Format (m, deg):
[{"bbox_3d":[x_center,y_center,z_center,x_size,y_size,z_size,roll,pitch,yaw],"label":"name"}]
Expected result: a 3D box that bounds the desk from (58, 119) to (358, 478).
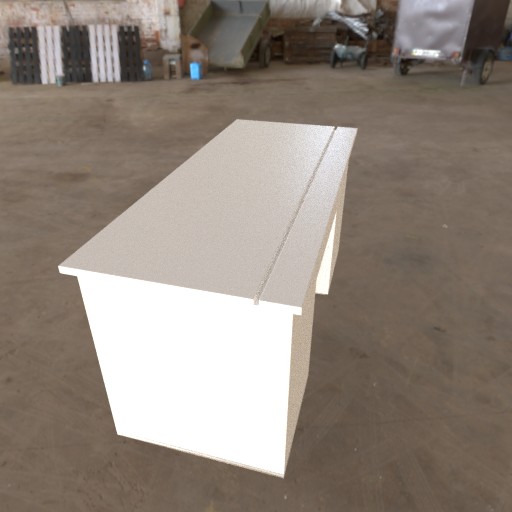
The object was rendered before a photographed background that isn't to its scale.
[{"bbox_3d":[0.000,0.000,1.970,0.670,0.760,1.580,8,33,13],"label":"desk"}]
